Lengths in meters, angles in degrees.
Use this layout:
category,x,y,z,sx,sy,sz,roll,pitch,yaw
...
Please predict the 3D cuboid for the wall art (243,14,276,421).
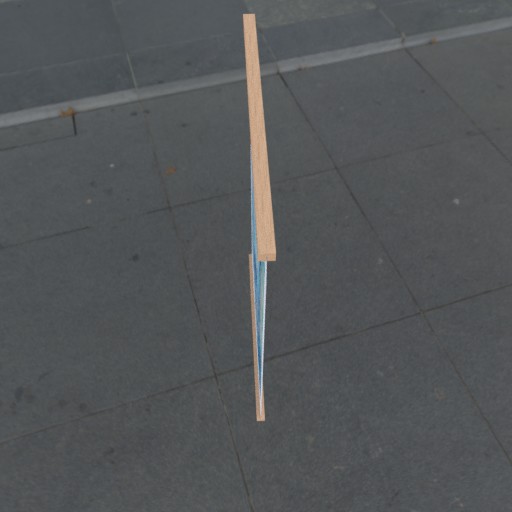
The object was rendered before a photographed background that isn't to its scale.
category,x,y,z,sx,sy,sz,roll,pitch,yaw
wall art,0.000,0.000,0.759,0.016,0.611,0.401,-2,56,-2
